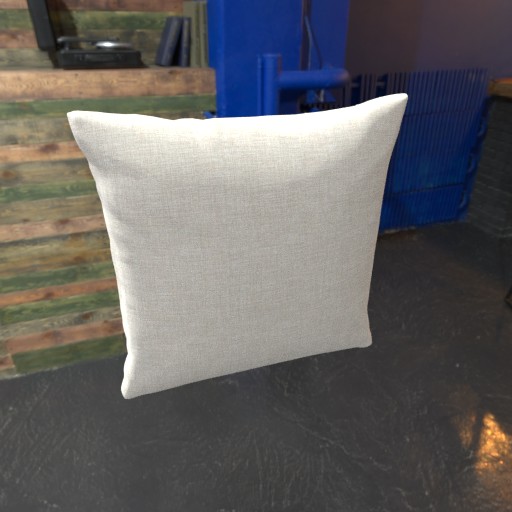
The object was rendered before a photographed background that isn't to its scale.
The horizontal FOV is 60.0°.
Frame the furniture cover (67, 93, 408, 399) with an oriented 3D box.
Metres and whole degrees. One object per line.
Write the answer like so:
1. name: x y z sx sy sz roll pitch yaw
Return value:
1. furniture cover: 0.000 0.000 0.761 0.517 0.508 0.158 -9 28 -16
